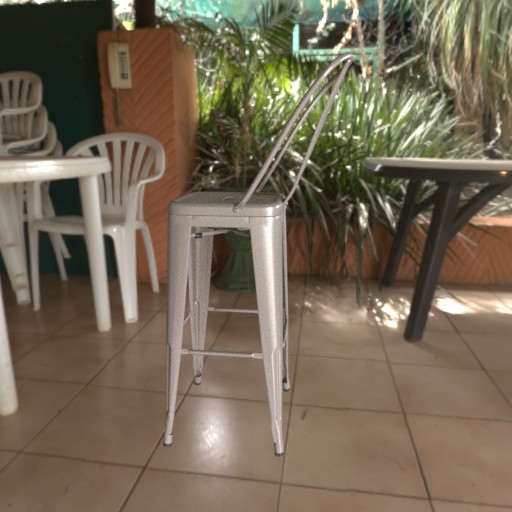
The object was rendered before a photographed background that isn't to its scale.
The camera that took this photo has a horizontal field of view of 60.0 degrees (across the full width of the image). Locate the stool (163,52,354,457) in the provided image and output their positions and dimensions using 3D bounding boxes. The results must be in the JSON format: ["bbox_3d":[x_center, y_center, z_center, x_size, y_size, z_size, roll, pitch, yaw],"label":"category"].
[{"bbox_3d":[0.000,0.000,1.330,0.513,1.096,0.399,2,14,7],"label":"stool"}]
